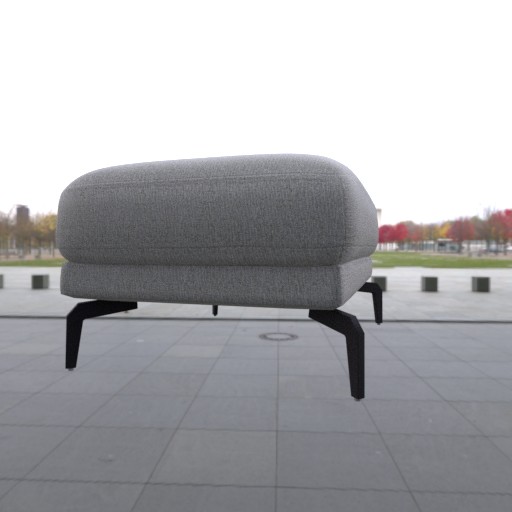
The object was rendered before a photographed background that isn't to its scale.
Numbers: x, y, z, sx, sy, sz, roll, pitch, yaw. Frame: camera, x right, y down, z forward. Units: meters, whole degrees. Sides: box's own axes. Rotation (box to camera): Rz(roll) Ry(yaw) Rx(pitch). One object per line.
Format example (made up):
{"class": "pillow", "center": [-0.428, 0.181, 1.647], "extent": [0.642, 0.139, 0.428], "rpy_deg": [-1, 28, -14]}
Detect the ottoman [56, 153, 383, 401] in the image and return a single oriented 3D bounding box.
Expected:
{"class": "ottoman", "center": [0.000, 0.000, 1.077], "extent": [0.568, 0.420, 0.772], "rpy_deg": [0, 1, 18]}
